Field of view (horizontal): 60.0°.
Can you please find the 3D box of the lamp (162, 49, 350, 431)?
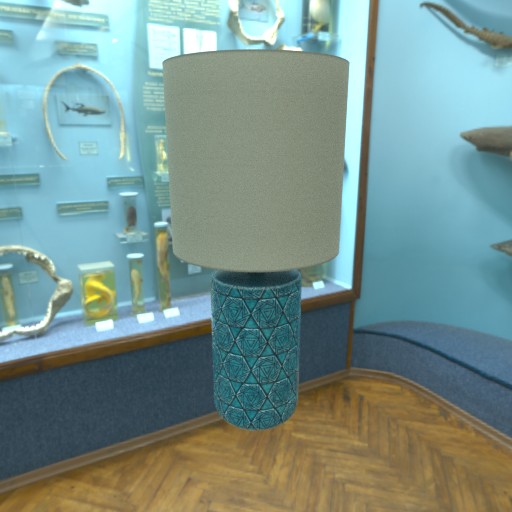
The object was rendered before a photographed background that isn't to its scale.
[{"bbox_3d":[0.000,0.000,0.751,0.278,0.597,0.278,-8,18,-27],"label":"lamp"}]
